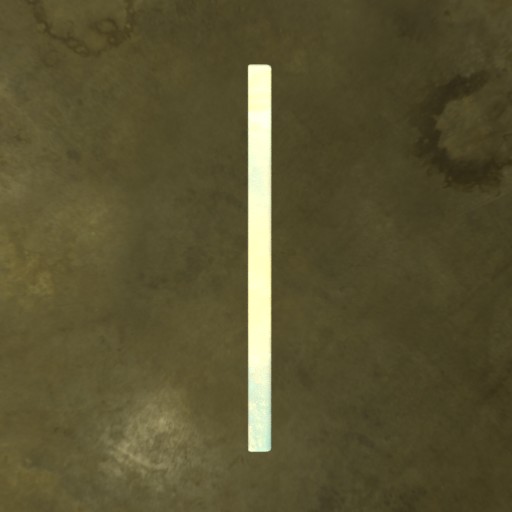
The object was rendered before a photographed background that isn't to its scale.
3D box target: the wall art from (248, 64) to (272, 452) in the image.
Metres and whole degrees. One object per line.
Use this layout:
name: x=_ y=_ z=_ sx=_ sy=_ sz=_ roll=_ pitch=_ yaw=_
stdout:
wall art: x=0.000 y=0.000 z=1.147 sx=0.037 sy=0.915 sz=0.605 roll=0 pitch=91 yaw=-1
